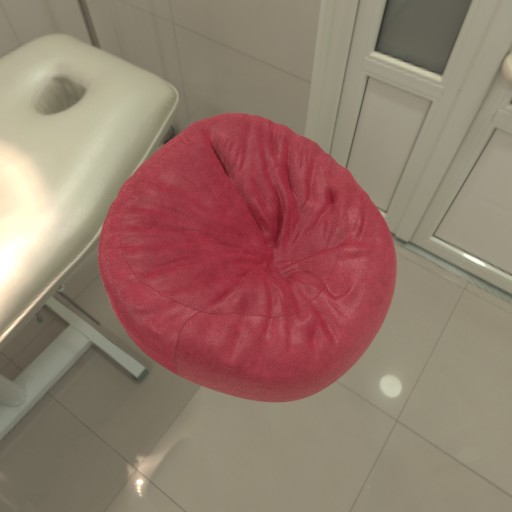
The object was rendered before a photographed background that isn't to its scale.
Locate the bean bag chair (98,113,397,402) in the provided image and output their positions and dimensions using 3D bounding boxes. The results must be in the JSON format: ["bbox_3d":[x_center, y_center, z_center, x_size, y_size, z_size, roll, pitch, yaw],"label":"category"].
[{"bbox_3d":[0.000,0.000,2.467,1.524,0.878,1.524,31,63,18],"label":"bean bag chair"}]
